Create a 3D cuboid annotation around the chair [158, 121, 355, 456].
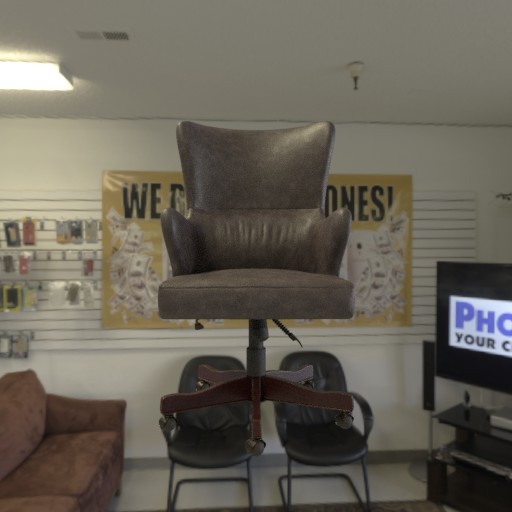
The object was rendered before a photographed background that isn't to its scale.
[{"bbox_3d":[0.000,0.000,1.484,0.594,1.037,0.717,0,1,0],"label":"chair"}]
